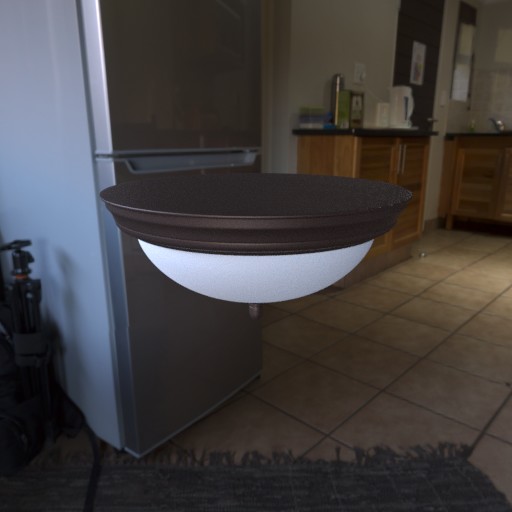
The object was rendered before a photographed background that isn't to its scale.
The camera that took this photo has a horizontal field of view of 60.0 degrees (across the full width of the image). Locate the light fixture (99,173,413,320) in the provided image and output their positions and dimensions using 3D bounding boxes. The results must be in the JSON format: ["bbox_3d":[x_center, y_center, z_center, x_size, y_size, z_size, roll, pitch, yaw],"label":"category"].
[{"bbox_3d":[0.000,0.000,0.435,0.280,0.135,0.280,0,16,0],"label":"light fixture"}]
